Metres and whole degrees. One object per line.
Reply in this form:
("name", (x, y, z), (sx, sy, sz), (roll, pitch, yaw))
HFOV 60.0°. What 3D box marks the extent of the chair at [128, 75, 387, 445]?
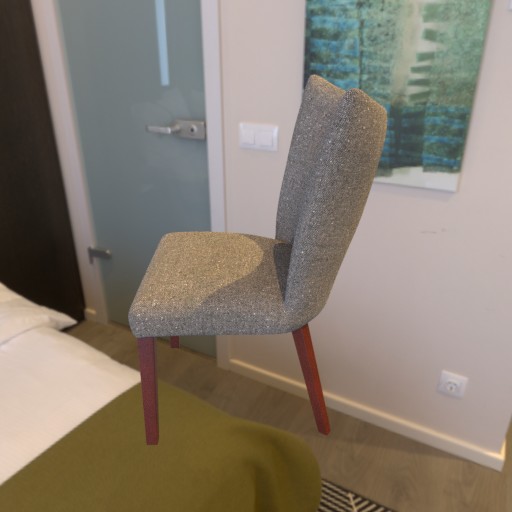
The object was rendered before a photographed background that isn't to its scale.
("chair", (0.000, 0.000, 1.247), (0.623, 0.924, 0.535), (-1, 25, -1))
